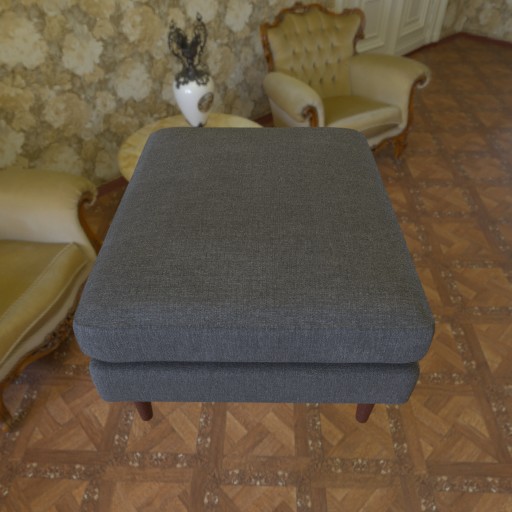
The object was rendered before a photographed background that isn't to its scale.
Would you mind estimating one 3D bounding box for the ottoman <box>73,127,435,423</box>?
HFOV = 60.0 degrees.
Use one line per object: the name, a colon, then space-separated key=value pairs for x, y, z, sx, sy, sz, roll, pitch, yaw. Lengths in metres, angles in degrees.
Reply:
ottoman: x=0.000 y=0.000 z=1.230 sx=0.693 sy=0.474 sz=0.821 roll=0 pitch=41 yaw=0
